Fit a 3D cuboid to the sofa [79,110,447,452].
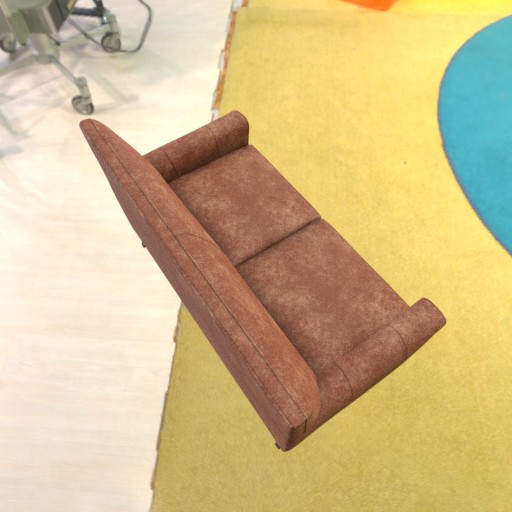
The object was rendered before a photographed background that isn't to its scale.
[{"bbox_3d":[0.000,0.000,1.994,0.787,0.871,1.473,-30,62,-18],"label":"sofa"}]
